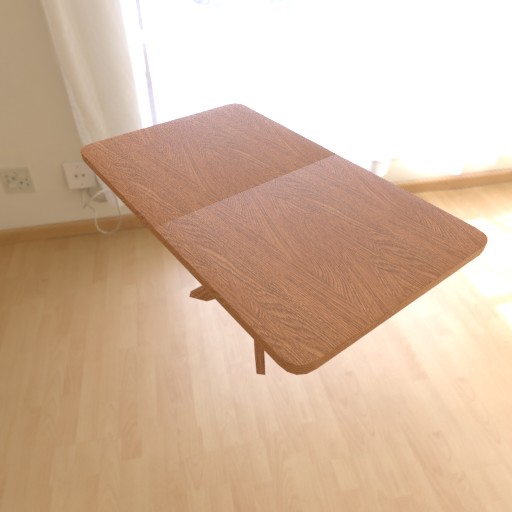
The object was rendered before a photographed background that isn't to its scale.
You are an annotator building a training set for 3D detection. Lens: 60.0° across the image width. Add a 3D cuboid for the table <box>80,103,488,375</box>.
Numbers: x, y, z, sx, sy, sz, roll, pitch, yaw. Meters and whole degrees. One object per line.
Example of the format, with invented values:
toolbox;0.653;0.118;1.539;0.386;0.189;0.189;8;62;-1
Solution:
table;0.000;0.000;2.109;0.950;0.770;1.600;-26;47;-27
